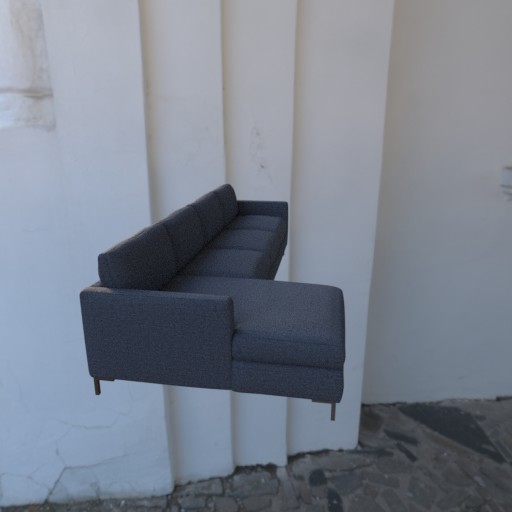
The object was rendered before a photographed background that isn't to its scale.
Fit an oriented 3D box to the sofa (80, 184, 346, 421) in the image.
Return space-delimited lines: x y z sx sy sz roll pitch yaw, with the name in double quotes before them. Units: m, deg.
"sofa" 0.000 0.000 2.951 1.125 0.673 2.445 3 17 9
